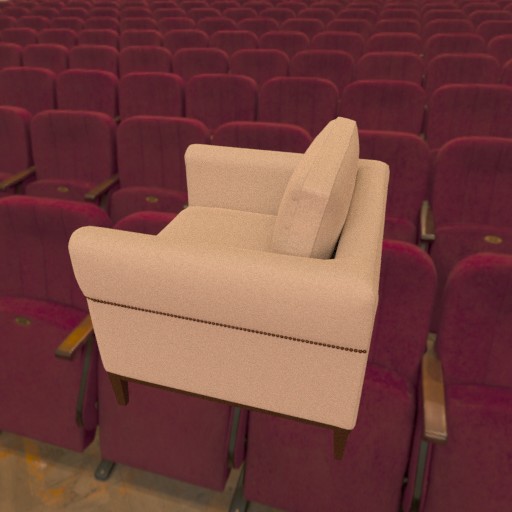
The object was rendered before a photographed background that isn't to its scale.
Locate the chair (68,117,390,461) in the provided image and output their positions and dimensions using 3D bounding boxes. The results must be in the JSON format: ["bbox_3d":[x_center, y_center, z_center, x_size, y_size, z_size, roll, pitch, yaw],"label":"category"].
[{"bbox_3d":[0.000,0.000,1.689,0.896,0.915,0.982,9,33,14],"label":"chair"}]
